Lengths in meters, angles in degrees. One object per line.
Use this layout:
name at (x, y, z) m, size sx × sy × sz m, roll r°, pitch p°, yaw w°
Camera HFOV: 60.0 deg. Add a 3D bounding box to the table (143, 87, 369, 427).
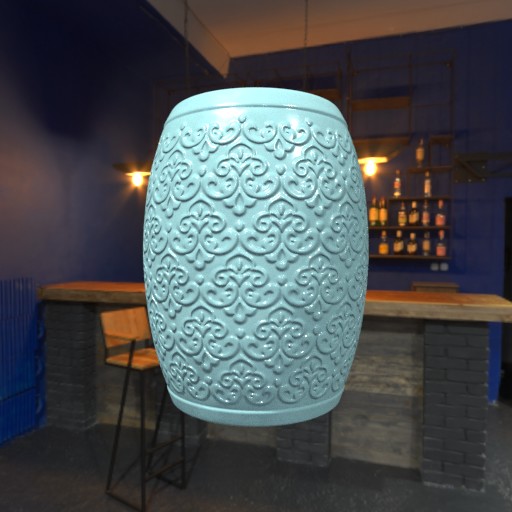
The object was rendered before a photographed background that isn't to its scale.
table at (0.000, 0.000, 0.627) m, size 0.309 × 0.397 × 0.309 m, roll 0°, pitch 2°, yaw 0°
